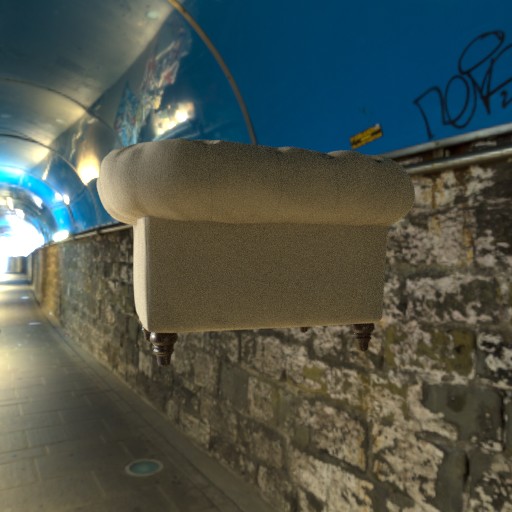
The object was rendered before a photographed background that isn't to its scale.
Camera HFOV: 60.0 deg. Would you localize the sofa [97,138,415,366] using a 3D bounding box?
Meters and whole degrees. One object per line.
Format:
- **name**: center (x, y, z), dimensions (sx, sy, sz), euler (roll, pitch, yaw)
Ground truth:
- **sofa**: center (0.000, 0.000, 2.068), dimensions (1.405, 0.878, 1.034), euler (0, -1, -19)
